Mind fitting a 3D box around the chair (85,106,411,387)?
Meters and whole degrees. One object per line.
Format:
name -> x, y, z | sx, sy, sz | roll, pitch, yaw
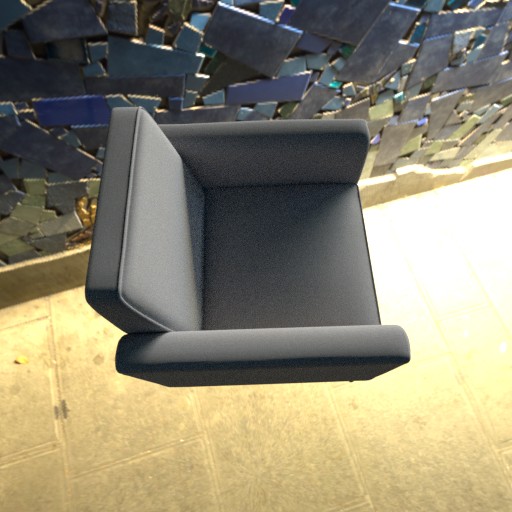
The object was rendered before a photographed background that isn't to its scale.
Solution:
chair -> 0.000, 0.000, 1.397 | 0.750, 0.780, 0.780 | -2, 64, -1
